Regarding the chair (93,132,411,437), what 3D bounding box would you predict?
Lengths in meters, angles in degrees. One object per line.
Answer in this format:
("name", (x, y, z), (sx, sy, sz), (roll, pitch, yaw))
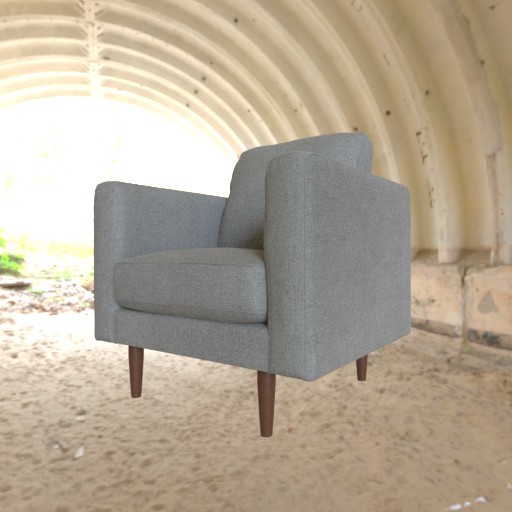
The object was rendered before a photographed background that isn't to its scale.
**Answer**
("chair", (0.000, 0.000, 1.554), (0.855, 0.927, 0.800), (0, 0, 36))
